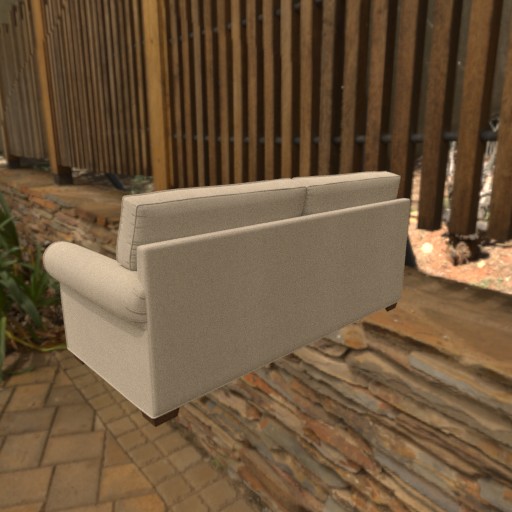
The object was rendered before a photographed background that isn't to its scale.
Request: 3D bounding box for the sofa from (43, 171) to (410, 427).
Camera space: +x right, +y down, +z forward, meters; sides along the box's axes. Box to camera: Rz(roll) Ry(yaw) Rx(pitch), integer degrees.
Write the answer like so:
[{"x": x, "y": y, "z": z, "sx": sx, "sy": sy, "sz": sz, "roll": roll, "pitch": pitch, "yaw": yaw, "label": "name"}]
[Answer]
[{"x": 0.000, "y": 0.000, "z": 2.662, "sx": 2.146, "sy": 0.962, "sz": 0.901, "roll": -14, "pitch": 20, "yaw": -42, "label": "sofa"}]
